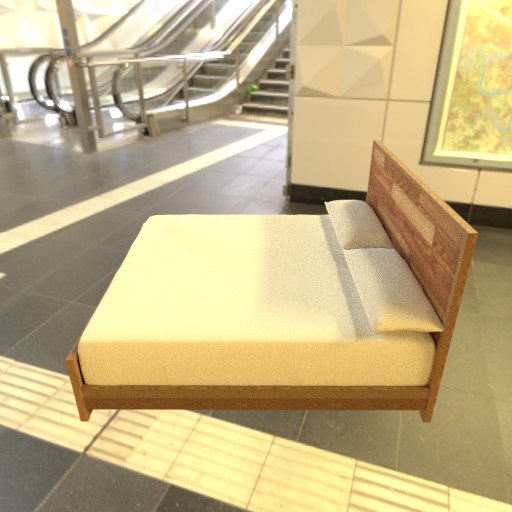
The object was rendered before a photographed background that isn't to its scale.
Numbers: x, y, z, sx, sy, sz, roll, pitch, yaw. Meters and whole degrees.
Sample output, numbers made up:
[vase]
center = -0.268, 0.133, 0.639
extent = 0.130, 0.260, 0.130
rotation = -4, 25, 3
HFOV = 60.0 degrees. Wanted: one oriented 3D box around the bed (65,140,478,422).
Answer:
[bed]
center = 0.000, 0.000, 3.363
extent = 2.184, 1.295, 2.013
rotation = 0, 27, 0
